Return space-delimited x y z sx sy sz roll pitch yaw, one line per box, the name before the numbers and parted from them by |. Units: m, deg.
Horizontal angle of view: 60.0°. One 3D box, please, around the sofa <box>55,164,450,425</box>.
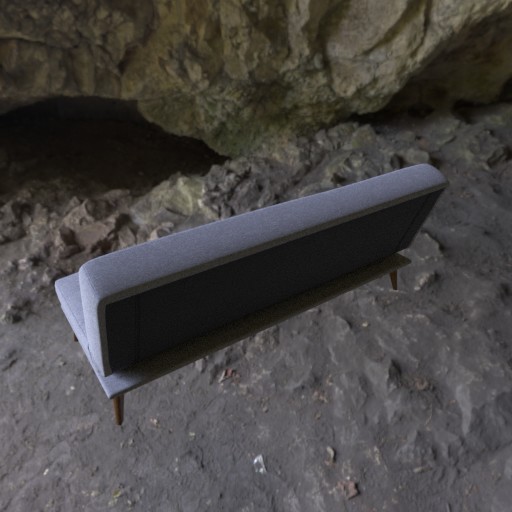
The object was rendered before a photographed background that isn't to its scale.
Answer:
sofa | 0.000 0.000 2.245 1.800 0.810 0.860 -19 35 -29
